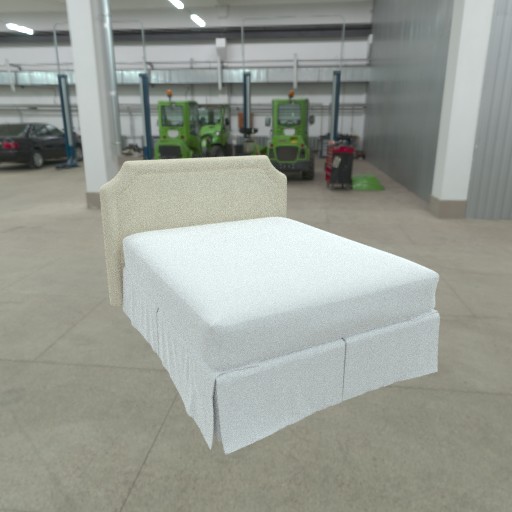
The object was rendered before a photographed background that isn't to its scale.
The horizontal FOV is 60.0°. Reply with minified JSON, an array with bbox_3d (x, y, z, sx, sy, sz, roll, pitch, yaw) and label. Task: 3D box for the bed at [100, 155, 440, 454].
[{"bbox_3d":[0.000,0.000,3.333,1.827,1.296,2.209,-9,19,-27],"label":"bed"}]
